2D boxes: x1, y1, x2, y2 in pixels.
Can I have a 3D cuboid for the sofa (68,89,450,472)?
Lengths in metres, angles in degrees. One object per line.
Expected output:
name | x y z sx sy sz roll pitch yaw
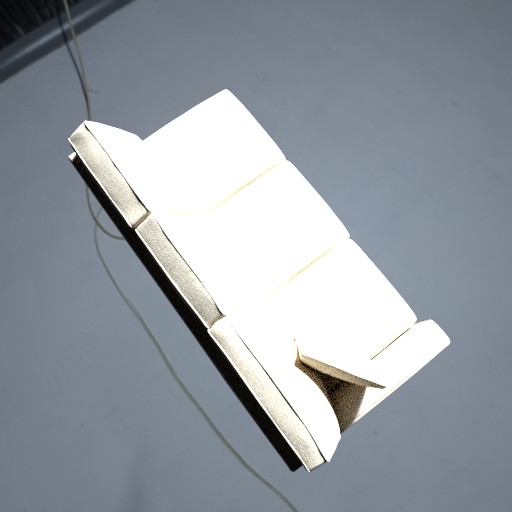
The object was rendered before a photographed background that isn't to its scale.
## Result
sofa | 0.000 0.000 2.490 1.034 0.946 1.962 -36 79 -8
